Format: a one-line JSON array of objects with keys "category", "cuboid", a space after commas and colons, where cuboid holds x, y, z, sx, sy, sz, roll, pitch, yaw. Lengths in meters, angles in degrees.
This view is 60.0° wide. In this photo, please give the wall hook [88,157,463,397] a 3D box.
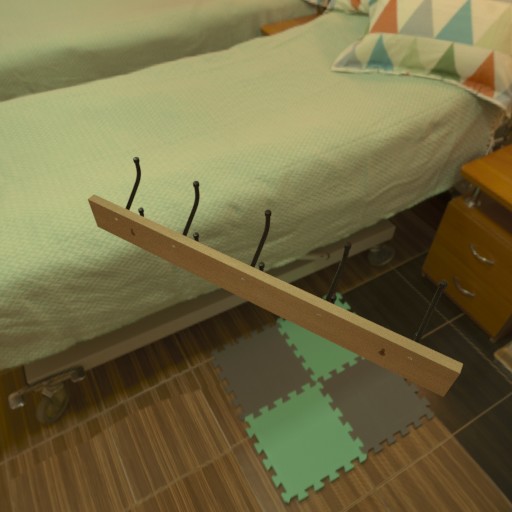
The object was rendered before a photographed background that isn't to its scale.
[{"category": "wall hook", "cuboid": [0.000, 0.000, 0.613, 0.571, 0.117, 0.071, 24, 52, 20]}]
